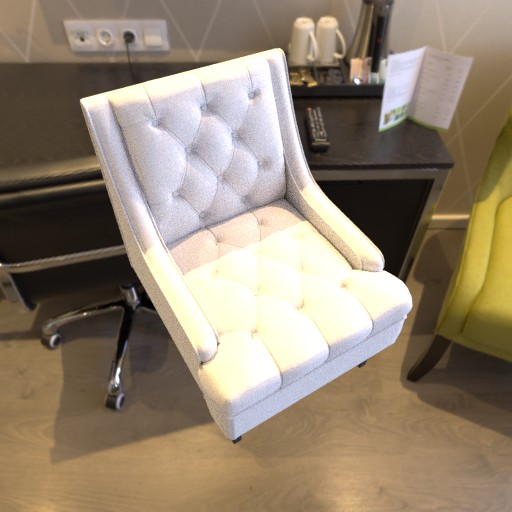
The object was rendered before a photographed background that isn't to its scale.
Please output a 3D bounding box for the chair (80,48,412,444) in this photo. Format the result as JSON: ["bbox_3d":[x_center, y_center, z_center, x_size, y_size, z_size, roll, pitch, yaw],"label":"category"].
[{"bbox_3d":[0.000,0.000,1.375,0.658,0.891,0.772,-24,52,-20],"label":"chair"}]
